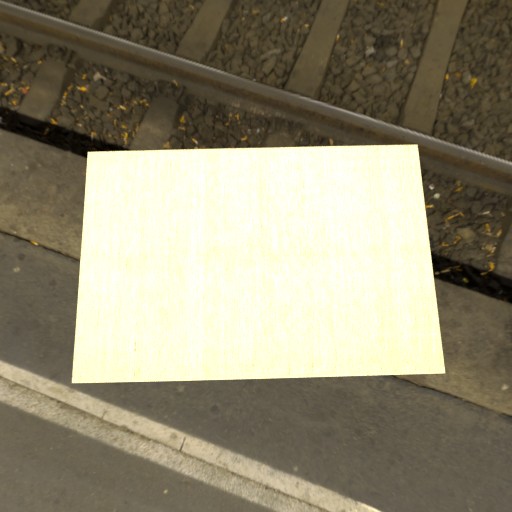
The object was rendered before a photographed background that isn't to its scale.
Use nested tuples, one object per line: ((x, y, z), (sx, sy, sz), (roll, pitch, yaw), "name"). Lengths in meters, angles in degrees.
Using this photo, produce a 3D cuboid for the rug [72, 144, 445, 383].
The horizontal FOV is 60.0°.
((0.000, 0.000, 2.343), (1.850, 0.015, 1.250), (-1, 76, 0), "rug")
